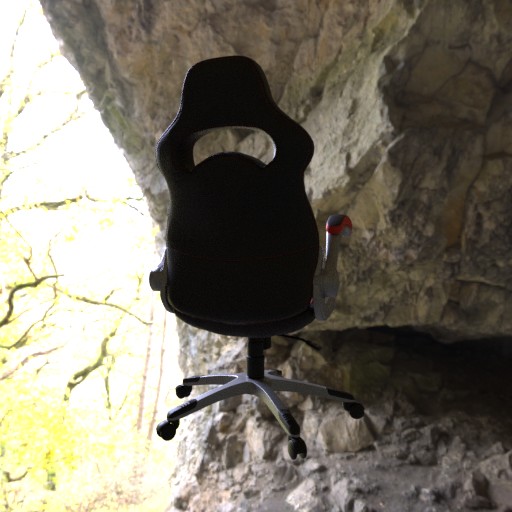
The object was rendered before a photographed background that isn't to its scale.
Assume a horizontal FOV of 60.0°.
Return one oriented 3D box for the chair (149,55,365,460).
[{"bbox_3d":[0.000,0.000,1.601,0.758,1.165,0.712,0,1,18],"label":"chair"}]
